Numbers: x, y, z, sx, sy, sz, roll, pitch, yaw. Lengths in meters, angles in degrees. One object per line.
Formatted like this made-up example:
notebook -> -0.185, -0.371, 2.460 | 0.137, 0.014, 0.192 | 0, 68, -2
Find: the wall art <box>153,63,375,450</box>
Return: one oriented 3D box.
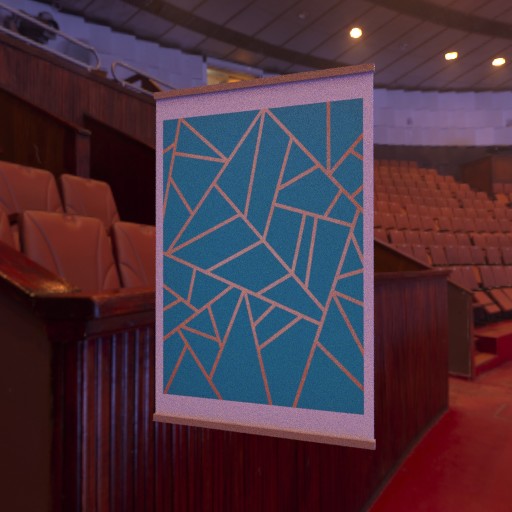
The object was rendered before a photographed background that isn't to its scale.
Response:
wall art -> 0.000, 0.000, 1.911 | 0.990, 1.519, 0.030 | 0, 0, 18
